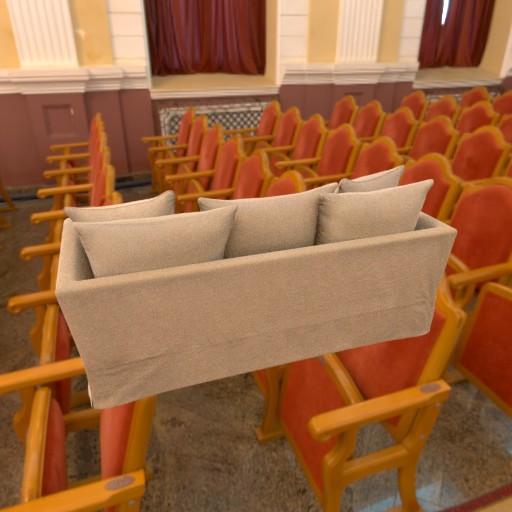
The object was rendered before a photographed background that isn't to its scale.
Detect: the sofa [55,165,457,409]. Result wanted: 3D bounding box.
[{"bbox_3d":[0.000,0.000,2.873,2.290,1.034,1.031,-9,27,-17],"label":"sofa"}]
